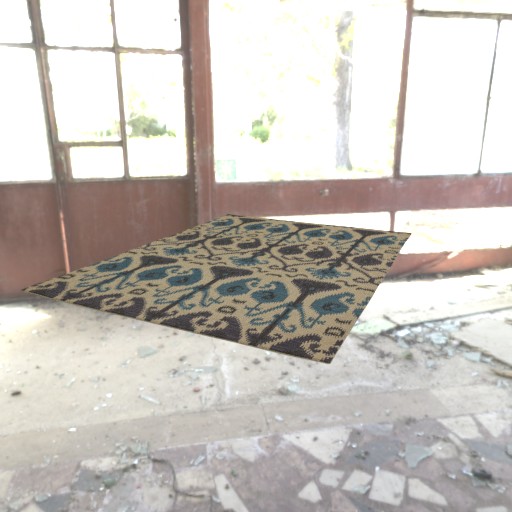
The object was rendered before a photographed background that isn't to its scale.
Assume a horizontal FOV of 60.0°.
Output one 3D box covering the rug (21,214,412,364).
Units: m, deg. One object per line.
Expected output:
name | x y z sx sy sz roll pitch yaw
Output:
rug | 0.000 0.000 4.251 2.443 0.024 3.228 8 19 25
